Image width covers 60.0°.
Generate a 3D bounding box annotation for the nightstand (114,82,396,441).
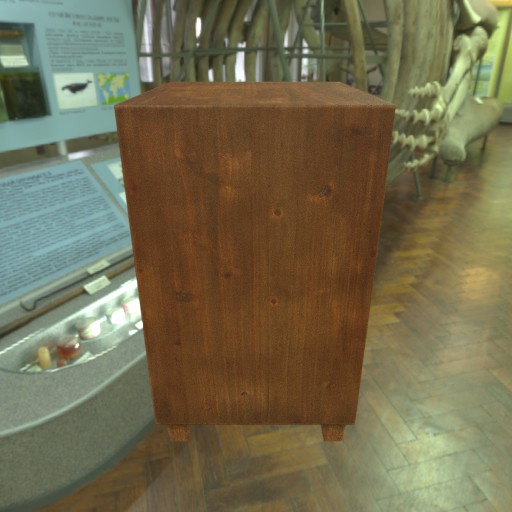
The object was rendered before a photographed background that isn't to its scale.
[{"bbox_3d":[0.000,0.000,0.990,0.410,0.695,0.465,0,25,0],"label":"nightstand"}]
